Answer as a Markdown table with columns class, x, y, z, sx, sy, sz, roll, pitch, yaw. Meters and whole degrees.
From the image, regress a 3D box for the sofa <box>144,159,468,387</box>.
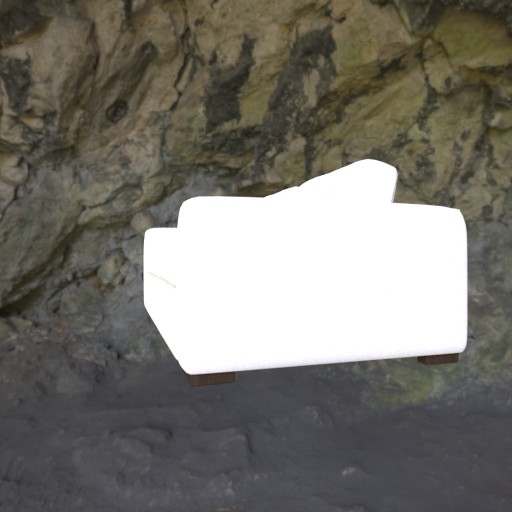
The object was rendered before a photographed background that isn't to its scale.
| class | x | y | z | sx | sy | sz | roll | pitch | yaw |
| --- | --- | --- | --- | --- | --- | --- | --- | --- | --- |
| sofa | 0.000 | 0.000 | 2.379 | 1.069 | 0.801 | 1.920 | 0 | 0 | -18 |
